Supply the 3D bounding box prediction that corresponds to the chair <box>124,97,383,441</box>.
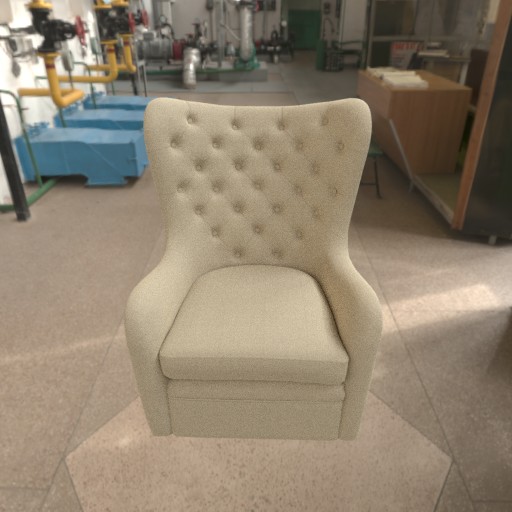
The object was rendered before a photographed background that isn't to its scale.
[{"bbox_3d":[0.000,0.000,1.725,0.831,1.079,0.929,1,30,1],"label":"chair"}]
